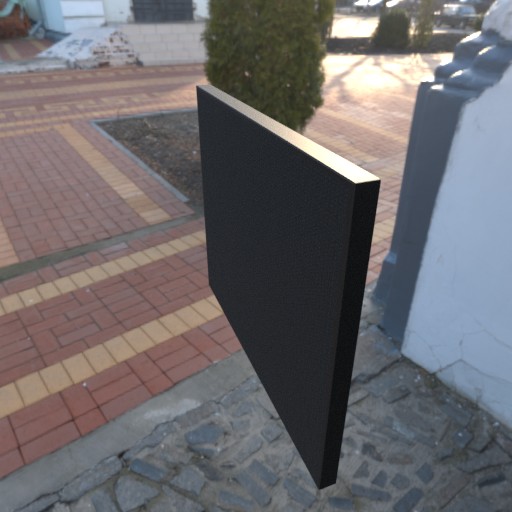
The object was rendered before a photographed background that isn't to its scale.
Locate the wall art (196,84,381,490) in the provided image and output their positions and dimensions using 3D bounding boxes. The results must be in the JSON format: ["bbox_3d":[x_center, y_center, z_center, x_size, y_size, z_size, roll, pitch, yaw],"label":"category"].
[{"bbox_3d":[0.000,0.000,0.740,0.029,0.458,0.559,-11,32,-18],"label":"wall art"}]
